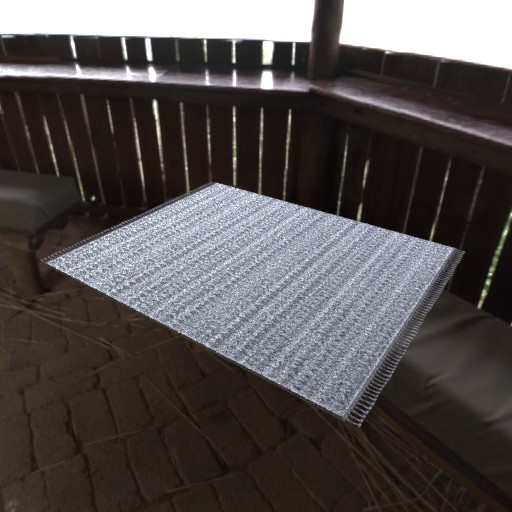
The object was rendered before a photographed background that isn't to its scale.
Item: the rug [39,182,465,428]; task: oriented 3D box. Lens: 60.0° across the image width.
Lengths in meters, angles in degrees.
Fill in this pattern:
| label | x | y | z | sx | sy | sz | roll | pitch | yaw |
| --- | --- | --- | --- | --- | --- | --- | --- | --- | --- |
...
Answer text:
| label | x | y | z | sx | sy | sz | roll | pitch | yaw |
| --- | --- | --- | --- | --- | --- | --- | --- | --- | --- |
| rug | 0.000 | 0.000 | 3.814 | 2.910 | 0.013 | 2.256 | 20 | 36 | 30 |
